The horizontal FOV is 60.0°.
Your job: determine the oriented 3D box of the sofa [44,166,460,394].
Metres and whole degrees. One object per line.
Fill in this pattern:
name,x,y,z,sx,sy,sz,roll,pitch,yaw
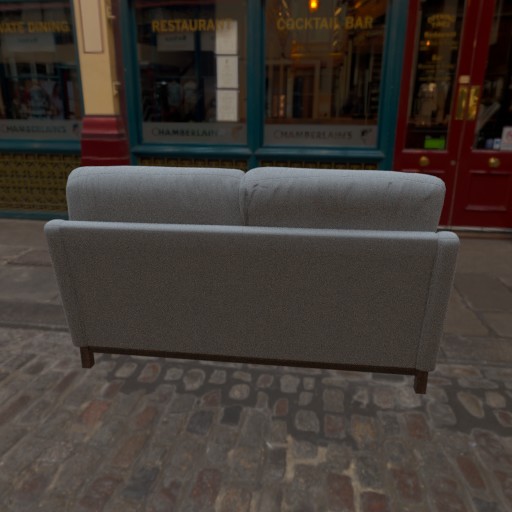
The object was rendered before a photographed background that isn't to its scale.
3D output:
sofa,0.000,0.000,2.160,1.589,0.921,0.987,2,17,7
